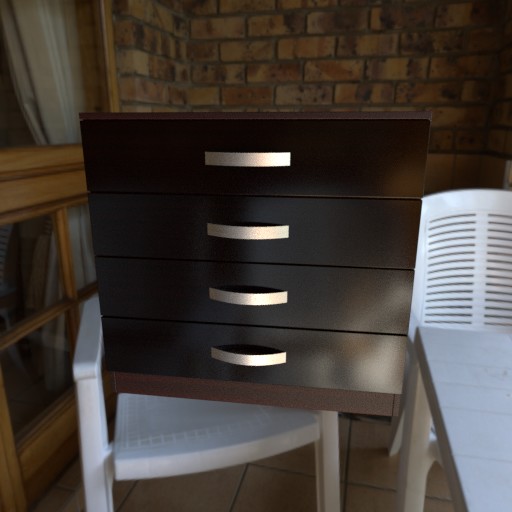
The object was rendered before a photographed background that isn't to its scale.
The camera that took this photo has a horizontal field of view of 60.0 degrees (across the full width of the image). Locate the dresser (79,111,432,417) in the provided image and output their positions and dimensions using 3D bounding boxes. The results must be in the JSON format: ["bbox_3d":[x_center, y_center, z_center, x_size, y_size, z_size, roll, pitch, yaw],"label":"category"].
[{"bbox_3d":[0.000,0.000,1.177,0.750,0.720,0.360,2,17,8],"label":"dresser"}]
